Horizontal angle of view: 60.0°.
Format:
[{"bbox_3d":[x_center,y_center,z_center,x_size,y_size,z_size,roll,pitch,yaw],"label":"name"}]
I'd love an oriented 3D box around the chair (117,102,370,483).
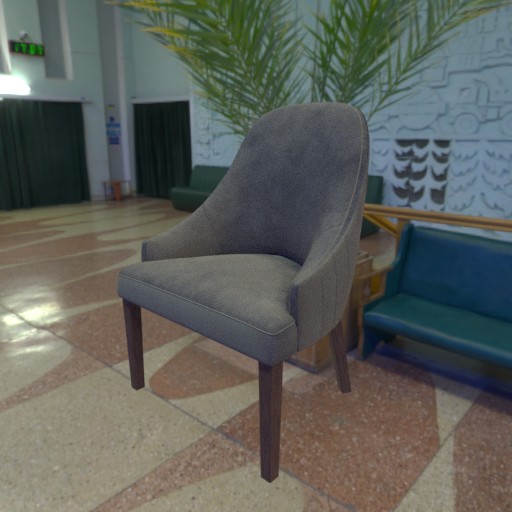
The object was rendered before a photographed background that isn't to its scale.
[{"bbox_3d":[0.000,0.000,1.312,0.643,0.889,0.575,14,20,42],"label":"chair"}]
